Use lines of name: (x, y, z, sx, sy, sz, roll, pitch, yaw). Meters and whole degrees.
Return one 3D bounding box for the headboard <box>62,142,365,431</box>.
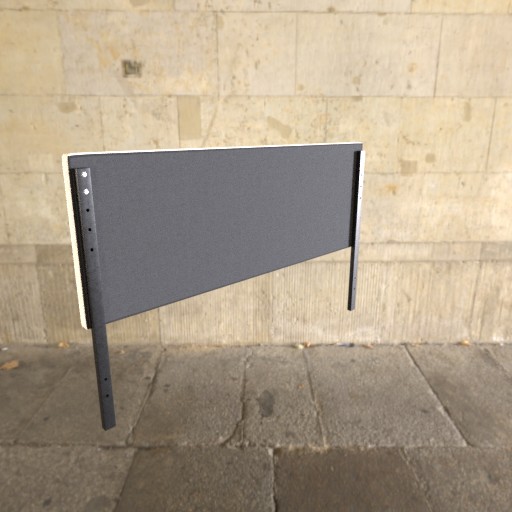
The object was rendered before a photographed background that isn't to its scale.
headboard: (0.000, 0.000, 2.929, 2.362, 1.410, 0.120, -15, 22, -42)
